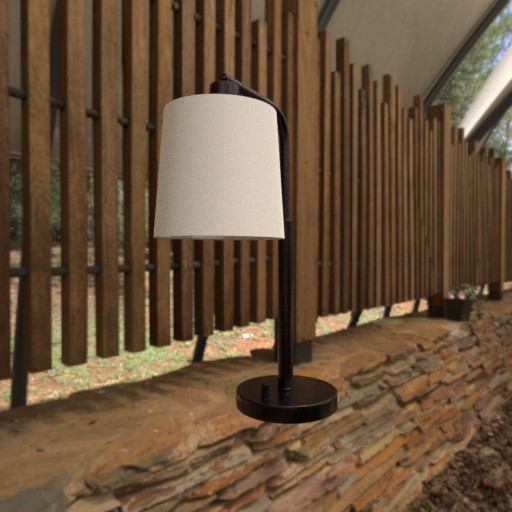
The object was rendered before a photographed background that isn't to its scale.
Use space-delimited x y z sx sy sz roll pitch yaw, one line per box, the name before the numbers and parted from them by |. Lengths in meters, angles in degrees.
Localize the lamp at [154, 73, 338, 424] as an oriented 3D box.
lamp | 0.000 0.000 0.653 0.171 0.489 0.333 1 1 37
